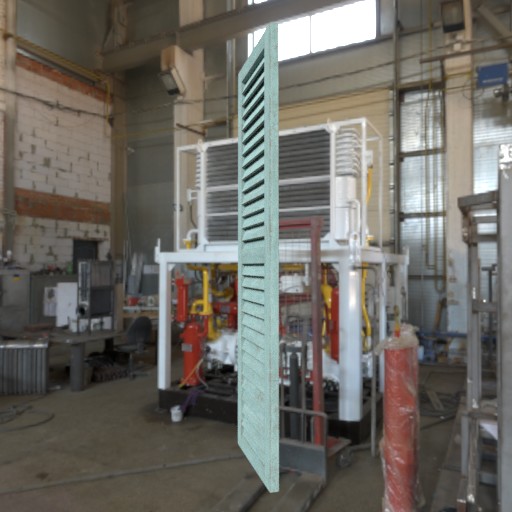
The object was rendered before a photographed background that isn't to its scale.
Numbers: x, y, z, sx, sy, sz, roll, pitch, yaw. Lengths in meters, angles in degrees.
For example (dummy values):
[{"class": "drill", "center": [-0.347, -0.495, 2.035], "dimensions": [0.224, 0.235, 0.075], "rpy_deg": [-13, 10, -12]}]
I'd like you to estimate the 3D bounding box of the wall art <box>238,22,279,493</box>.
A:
[{"class": "wall art", "center": [0.000, 0.000, 1.307], "dimensions": [0.025, 1.219, 0.329], "rpy_deg": [0, -1, -17]}]
